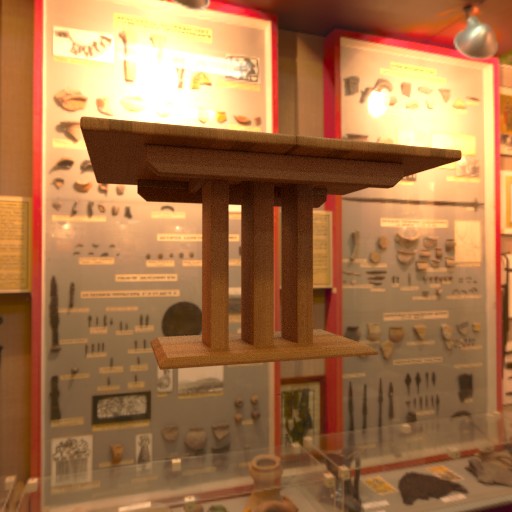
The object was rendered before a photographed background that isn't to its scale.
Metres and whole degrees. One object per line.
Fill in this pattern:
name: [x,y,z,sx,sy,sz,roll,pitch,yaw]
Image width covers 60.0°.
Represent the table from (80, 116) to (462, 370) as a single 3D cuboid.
table: [0.000,0.000,1.849,1.300,0.770,0.900,0,-1,-17]
